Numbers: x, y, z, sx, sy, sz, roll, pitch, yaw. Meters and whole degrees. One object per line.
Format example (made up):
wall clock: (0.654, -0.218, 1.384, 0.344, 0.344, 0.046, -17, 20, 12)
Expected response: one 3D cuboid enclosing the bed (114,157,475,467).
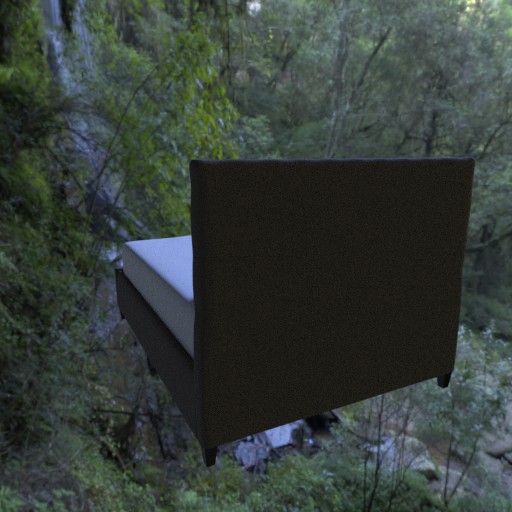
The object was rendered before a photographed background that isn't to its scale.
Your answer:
bed: (0.000, 0.000, 3.239, 1.696, 1.426, 2.233, -7, 15, -26)
